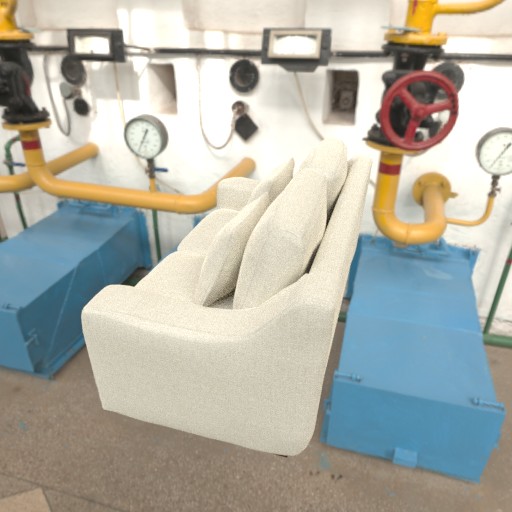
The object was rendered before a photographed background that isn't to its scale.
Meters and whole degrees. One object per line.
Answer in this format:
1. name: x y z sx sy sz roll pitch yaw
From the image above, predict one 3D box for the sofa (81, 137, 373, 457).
1. sofa: 0.000 0.000 2.404 1.040 1.047 1.744 8 30 15
